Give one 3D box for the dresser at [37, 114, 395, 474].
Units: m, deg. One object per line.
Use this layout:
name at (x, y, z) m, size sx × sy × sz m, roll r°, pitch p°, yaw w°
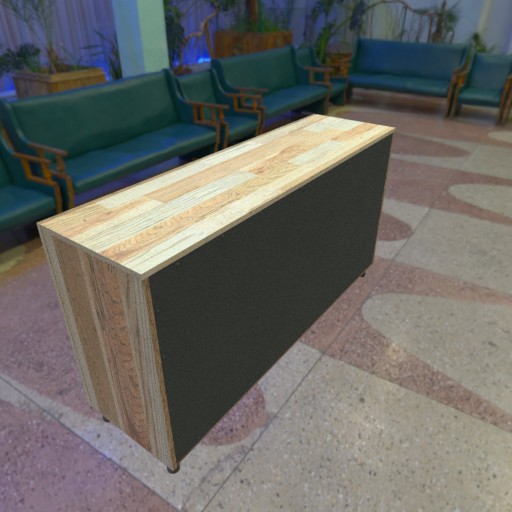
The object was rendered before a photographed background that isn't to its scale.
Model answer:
dresser at (0.000, 0.000, 1.896) m, size 0.487 × 0.834 × 1.547 m, roll 21°, pitch 37°, yaw 31°
